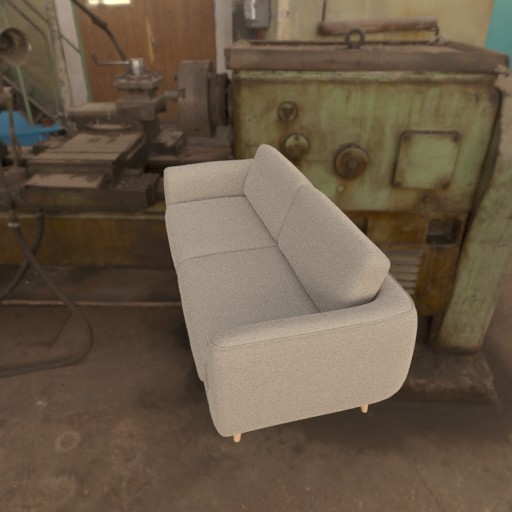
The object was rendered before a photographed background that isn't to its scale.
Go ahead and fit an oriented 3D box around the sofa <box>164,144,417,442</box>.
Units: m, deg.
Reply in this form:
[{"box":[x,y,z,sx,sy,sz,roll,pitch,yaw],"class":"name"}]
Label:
[{"box":[0.000,0.000,2.533,0.920,0.850,2.000,-8,31,-13],"class":"sofa"}]
